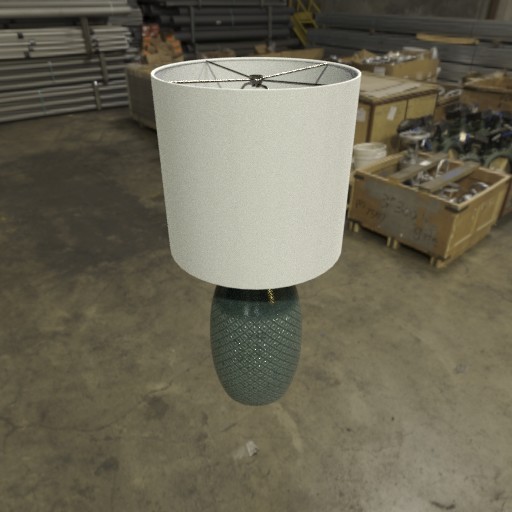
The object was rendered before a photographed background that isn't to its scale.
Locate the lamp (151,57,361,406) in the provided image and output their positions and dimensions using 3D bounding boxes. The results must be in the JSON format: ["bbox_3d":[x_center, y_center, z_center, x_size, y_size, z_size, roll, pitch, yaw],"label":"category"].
[{"bbox_3d":[0.000,0.000,0.580,0.217,0.453,0.217,-21,37,-31],"label":"lamp"}]
